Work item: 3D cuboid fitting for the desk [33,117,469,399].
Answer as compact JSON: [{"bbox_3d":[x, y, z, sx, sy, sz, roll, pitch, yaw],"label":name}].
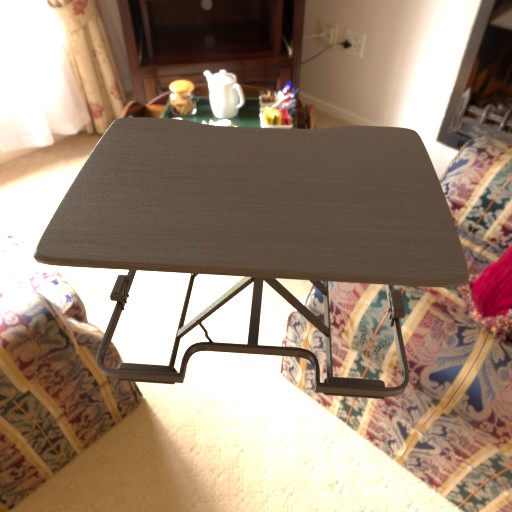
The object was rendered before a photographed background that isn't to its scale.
[{"bbox_3d":[0.000,0.000,1.148,0.820,0.470,0.546,3,45,3],"label":"desk"}]
